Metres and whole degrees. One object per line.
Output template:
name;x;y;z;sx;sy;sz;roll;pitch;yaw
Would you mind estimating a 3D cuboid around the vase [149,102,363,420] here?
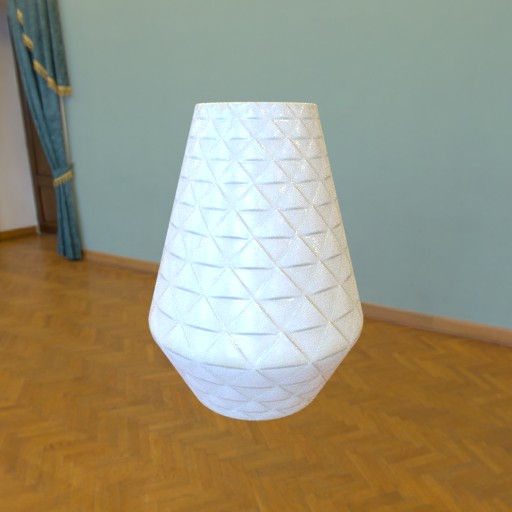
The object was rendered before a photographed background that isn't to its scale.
vase;0.000;0.000;0.356;0.175;0.230;0.175;0;17;0
